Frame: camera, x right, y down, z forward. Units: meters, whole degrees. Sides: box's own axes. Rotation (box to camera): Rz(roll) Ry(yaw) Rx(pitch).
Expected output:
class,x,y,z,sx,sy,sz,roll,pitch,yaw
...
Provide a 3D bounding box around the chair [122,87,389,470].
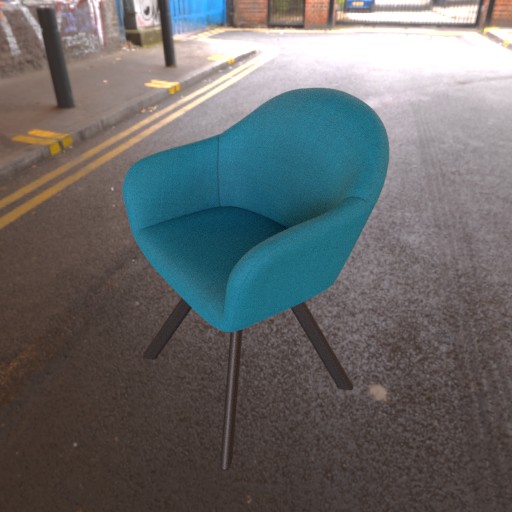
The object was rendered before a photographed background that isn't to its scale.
class,x,y,z,sx,sy,sz,roll,pitch,yaw
chair,0.000,0.000,1.182,0.550,0.795,0.590,-21,37,-30
